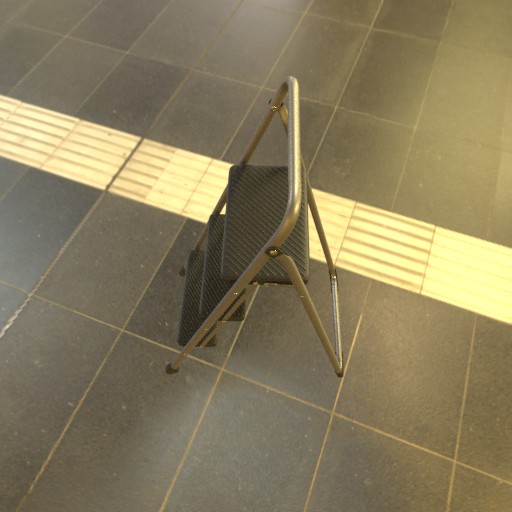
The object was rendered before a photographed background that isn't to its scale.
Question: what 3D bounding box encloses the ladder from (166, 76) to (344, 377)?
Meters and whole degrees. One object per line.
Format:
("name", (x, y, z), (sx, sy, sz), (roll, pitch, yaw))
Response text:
("ladder", (0.000, 0.000, 1.262), (0.629, 0.945, 0.430), (2, 59, 1))
